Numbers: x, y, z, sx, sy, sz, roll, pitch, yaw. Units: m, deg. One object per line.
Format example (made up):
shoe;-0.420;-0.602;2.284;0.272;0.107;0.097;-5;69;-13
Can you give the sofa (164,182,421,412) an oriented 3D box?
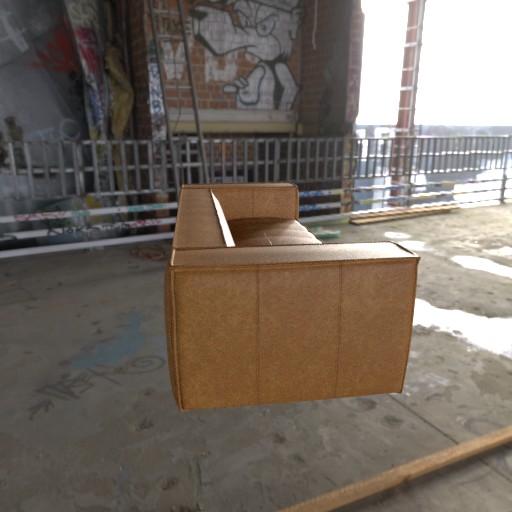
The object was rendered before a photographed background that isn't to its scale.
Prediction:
sofa;0.000;0.000;3.059;1.102;0.701;2.581;-2;17;-8
